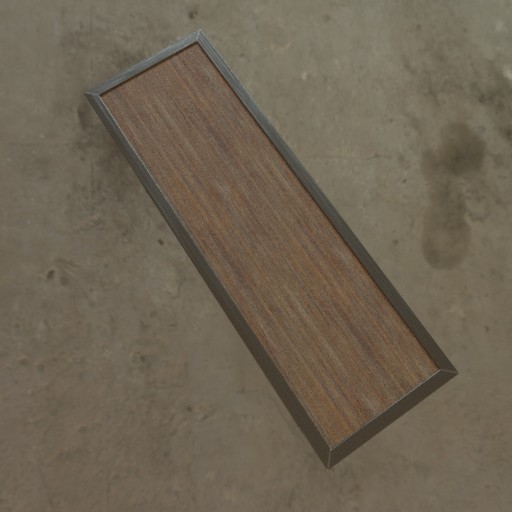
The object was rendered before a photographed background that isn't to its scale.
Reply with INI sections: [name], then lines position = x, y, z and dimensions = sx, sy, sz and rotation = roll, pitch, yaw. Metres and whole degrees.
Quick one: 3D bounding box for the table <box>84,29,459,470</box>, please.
[table]
position = 0.000, 0.000, 1.559
dimensions = 0.402, 0.753, 1.216
rotation = -33, 78, -8
